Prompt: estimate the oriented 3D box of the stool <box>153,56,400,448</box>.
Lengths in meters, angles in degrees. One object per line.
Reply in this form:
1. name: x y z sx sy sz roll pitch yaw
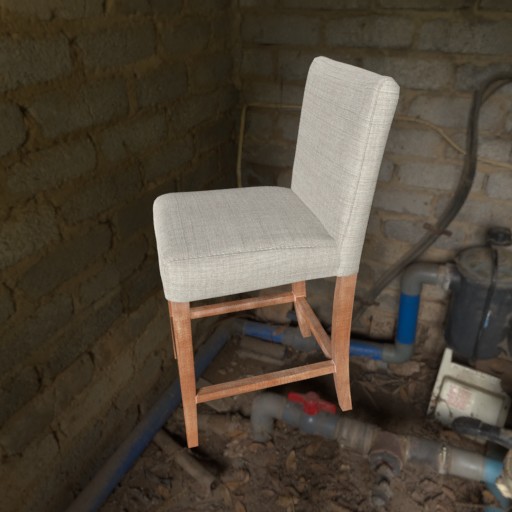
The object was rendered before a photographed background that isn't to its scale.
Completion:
1. stool: 0.000 0.000 1.322 0.567 1.039 0.454 -8 31 -13
